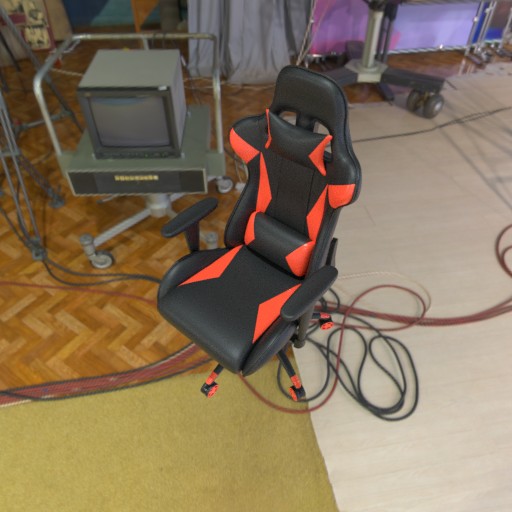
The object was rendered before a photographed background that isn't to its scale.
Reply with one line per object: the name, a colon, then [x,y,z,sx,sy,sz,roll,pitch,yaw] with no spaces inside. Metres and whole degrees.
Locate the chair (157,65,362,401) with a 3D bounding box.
chair: [0.000,0.000,1.728,0.695,1.282,0.730,32,54,27]
